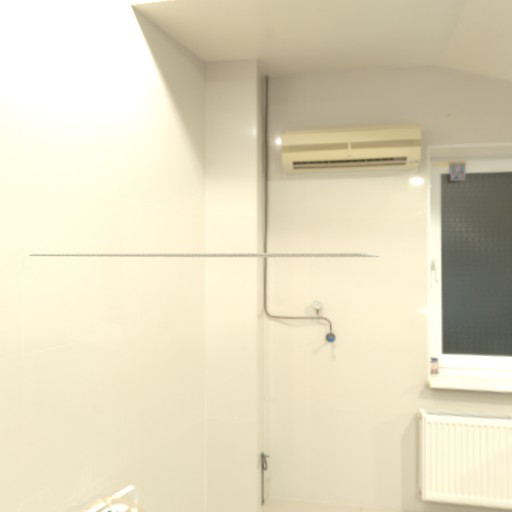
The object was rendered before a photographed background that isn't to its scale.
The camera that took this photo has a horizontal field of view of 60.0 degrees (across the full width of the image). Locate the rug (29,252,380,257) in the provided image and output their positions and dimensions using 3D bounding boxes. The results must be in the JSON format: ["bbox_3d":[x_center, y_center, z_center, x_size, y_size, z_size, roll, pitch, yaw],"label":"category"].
[{"bbox_3d":[0.000,0.000,2.354,1.225,0.008,1.827,0,0,17],"label":"rug"}]
